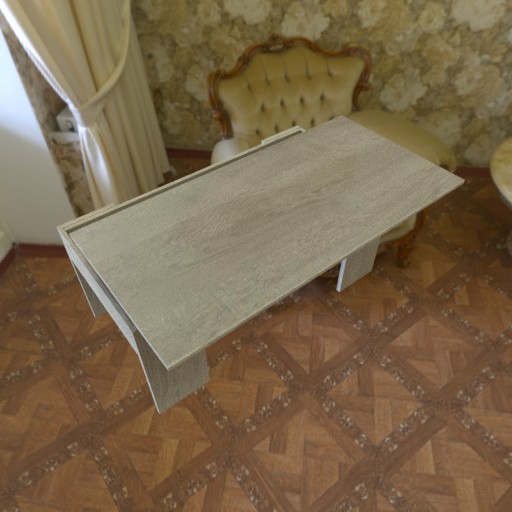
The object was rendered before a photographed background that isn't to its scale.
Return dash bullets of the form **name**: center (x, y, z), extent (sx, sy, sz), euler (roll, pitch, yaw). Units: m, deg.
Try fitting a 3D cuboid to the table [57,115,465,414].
- **table**: center (0.000, 0.000, 1.478), extent (1.000, 0.570, 0.711), euler (-29, 52, -26)
